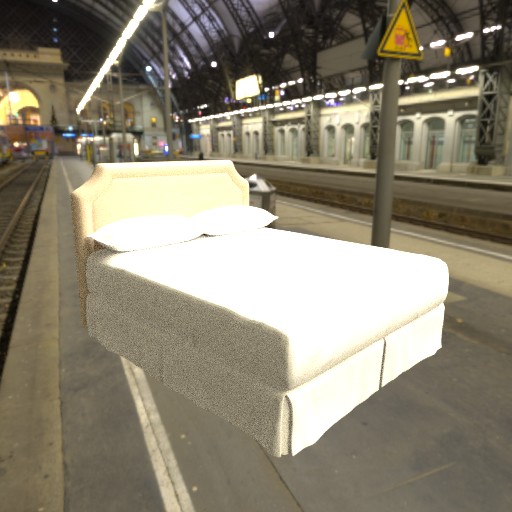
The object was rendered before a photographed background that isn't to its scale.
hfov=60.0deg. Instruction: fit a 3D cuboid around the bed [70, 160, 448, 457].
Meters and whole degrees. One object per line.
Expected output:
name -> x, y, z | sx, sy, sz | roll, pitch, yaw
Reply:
bed -> 0.000, 0.000, 3.789 | 2.134, 1.524, 2.548 | -13, 19, -43
